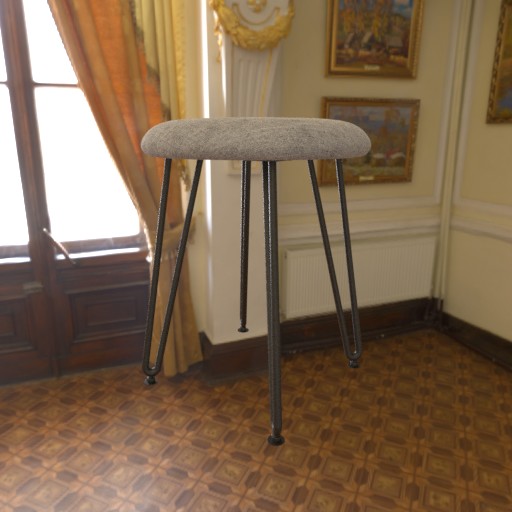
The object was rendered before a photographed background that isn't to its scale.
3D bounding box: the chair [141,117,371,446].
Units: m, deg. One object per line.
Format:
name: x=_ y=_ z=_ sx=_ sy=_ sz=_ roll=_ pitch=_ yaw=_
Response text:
chair: x=0.000 y=0.000 z=0.654 sx=0.350 sy=0.386 sz=0.350 roll=-2 pitch=15 yaw=-8
